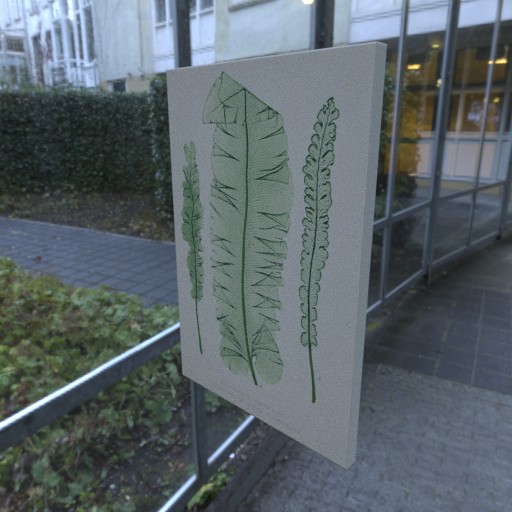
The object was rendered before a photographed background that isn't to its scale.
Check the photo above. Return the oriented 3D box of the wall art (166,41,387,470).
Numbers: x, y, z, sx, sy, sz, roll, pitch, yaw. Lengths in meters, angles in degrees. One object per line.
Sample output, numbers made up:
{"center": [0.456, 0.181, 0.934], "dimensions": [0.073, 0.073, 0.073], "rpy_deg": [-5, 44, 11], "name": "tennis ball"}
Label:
{"center": [0.000, 0.000, 1.118], "dimensions": [0.610, 0.914, 0.038], "rpy_deg": [15, 22, 40], "name": "wall art"}
